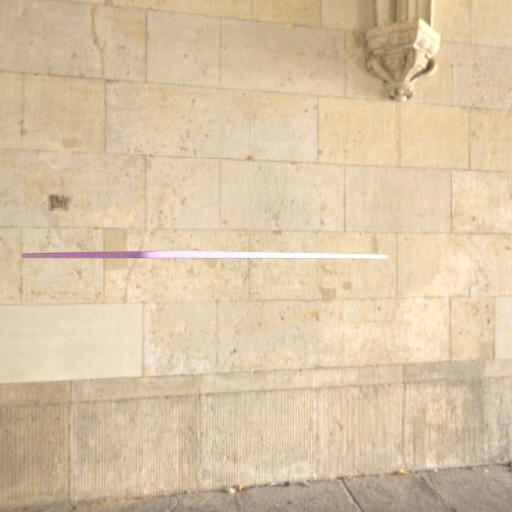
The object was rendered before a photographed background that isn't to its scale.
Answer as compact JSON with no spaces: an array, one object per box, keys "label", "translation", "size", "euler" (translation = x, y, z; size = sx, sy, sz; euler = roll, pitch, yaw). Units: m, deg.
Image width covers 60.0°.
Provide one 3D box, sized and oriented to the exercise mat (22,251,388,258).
[{"label":"exercise mat","translation":[0.000,0.000,2.044],"size":[0.616,0.021,1.869],"euler":[0,0,36]}]
